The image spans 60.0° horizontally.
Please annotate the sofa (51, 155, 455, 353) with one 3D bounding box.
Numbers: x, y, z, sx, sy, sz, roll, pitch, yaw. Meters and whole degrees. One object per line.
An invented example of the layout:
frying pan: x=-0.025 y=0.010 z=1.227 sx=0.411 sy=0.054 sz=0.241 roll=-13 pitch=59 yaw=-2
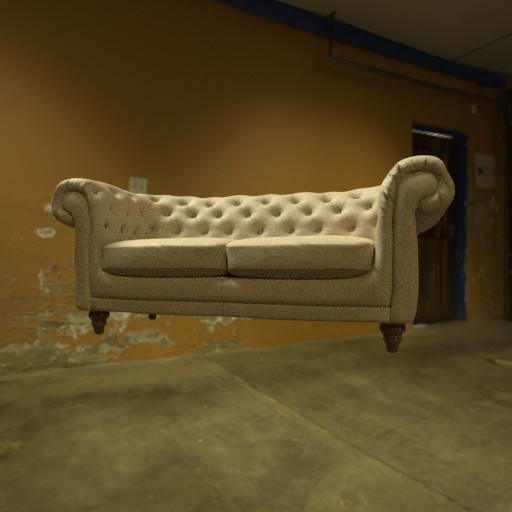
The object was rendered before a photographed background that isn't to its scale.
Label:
sofa: x=0.000 y=0.000 z=2.528 sx=1.988 sy=0.835 sz=1.069 roll=0 pitch=0 yaw=18
